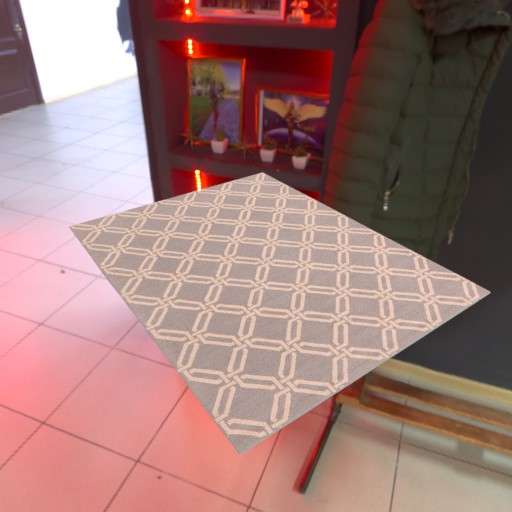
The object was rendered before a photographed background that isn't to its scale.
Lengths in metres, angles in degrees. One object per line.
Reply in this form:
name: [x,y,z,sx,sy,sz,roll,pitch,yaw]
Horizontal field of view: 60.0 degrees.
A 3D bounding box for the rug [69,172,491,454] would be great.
rug: [0.000,0.000,3.770,2.288,0.018,2.895,-21,38,-29]
